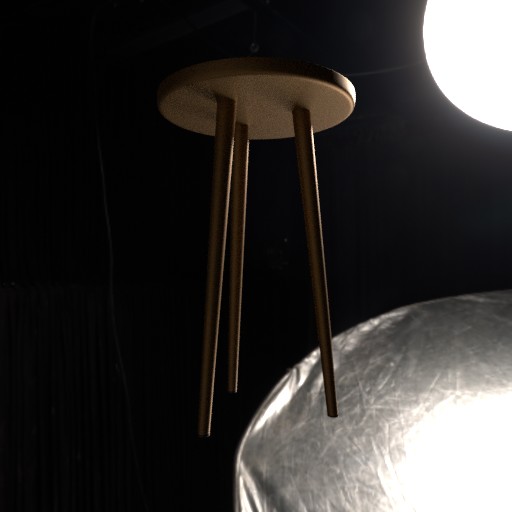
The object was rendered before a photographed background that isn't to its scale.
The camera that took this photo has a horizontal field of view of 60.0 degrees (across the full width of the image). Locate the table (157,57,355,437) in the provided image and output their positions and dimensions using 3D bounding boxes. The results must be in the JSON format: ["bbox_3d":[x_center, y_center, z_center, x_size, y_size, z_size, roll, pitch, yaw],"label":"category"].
[{"bbox_3d":[0.000,0.000,0.683,0.299,0.480,0.299,0,-1,35],"label":"table"}]
